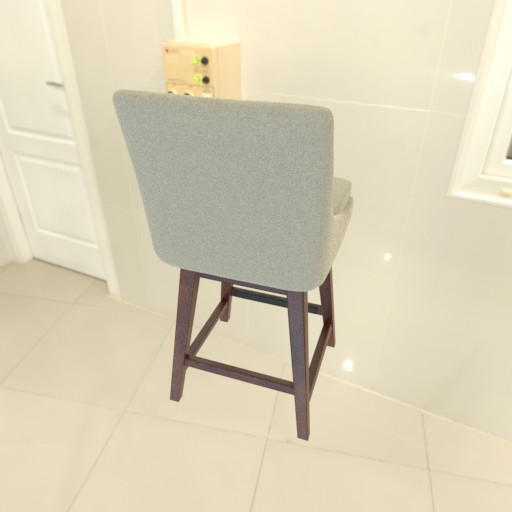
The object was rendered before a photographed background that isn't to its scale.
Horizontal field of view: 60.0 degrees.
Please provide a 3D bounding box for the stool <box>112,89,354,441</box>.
[{"bbox_3d":[0.000,0.000,1.283,0.469,0.991,0.559,11,34,16],"label":"stool"}]
